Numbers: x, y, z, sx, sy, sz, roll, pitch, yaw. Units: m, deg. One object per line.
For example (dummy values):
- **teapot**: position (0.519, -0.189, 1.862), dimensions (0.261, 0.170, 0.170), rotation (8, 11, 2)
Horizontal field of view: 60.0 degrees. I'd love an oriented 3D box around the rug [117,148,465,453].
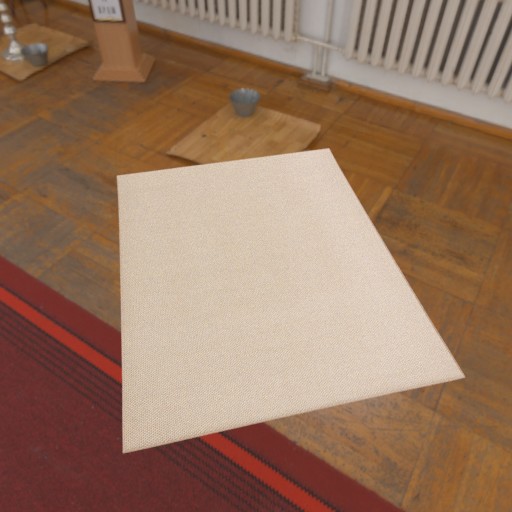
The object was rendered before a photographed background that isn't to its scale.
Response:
- **rug**: position (0.000, 0.000, 4.051), dimensions (2.462, 0.018, 3.039), rotation (-9, 47, -9)
